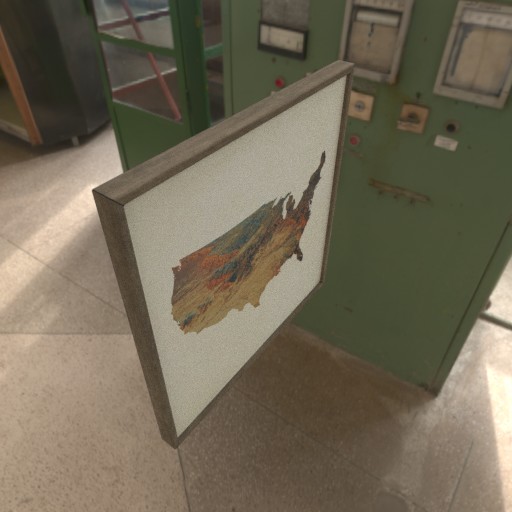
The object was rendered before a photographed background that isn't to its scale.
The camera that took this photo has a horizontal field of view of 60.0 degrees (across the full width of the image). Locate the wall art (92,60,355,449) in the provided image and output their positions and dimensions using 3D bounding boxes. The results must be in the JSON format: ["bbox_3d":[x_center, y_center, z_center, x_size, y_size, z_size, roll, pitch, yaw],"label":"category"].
[{"bbox_3d":[0.000,0.000,1.113,0.050,0.751,0.749,26,47,27],"label":"wall art"}]
